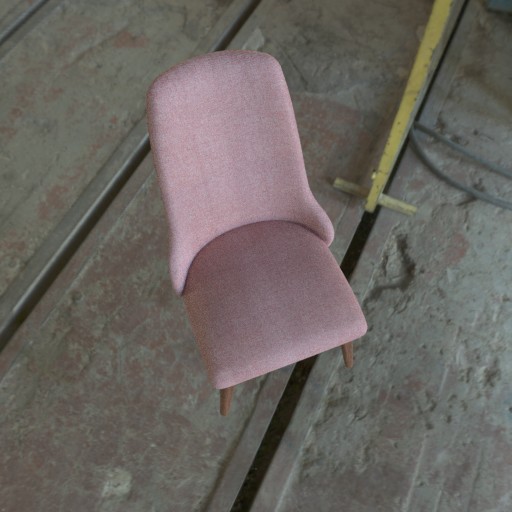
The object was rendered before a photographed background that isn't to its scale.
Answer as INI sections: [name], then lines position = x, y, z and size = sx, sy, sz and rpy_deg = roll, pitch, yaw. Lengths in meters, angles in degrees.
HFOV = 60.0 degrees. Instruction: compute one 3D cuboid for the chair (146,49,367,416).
[chair]
position = 0.000, 0.000, 1.350
size = 0.535, 0.918, 0.707
rpy_deg = -18, 66, -8
